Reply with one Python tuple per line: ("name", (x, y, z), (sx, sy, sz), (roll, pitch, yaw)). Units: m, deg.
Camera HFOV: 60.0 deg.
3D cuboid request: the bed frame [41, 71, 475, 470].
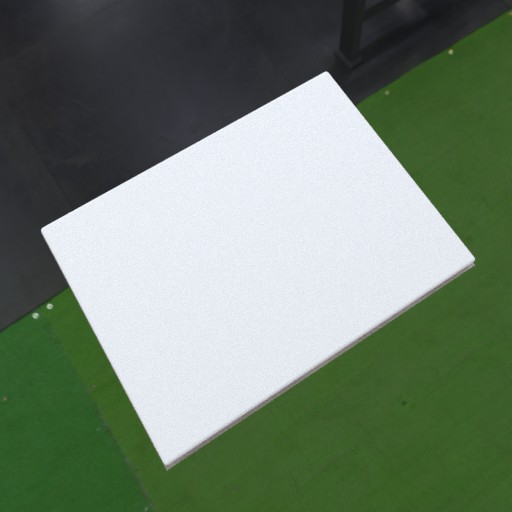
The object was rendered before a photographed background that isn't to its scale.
("bed frame", (0.000, 0.000, 2.613), (1.944, 0.490, 1.448), (-31, 77, -8))
